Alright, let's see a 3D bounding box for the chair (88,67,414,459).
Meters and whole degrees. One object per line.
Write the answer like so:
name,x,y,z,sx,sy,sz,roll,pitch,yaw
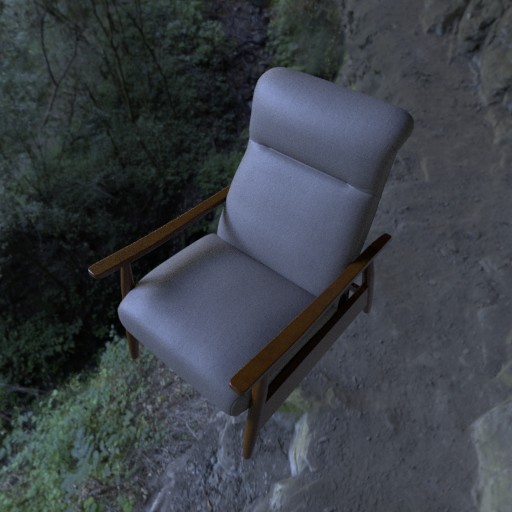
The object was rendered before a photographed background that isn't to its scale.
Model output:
chair,0.000,0.000,1.790,0.762,1.082,1.032,31,54,26
